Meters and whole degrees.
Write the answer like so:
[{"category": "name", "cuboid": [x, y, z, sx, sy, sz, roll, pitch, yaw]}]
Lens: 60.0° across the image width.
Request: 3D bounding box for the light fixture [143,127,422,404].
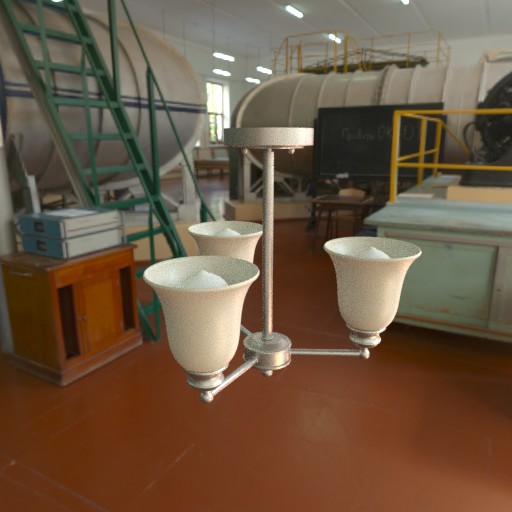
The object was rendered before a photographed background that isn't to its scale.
[{"category": "light fixture", "cuboid": [0.000, 0.000, 0.672, 0.388, 0.370, 0.354, -7, 17, -26]}]
